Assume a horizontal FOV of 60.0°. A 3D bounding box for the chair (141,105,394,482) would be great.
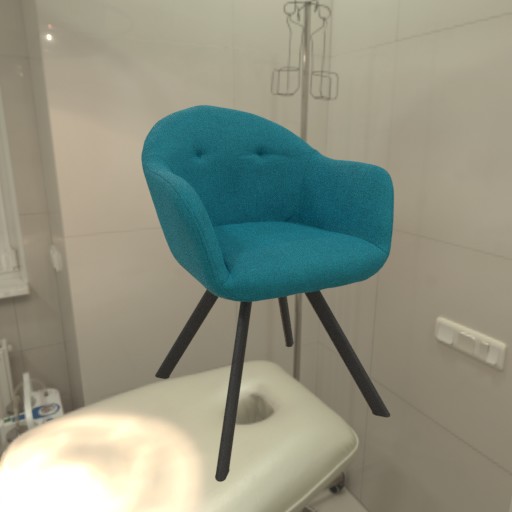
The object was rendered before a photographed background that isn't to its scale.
[{"bbox_3d":[0.000,0.000,1.161,0.545,0.775,0.565,-8,17,-27],"label":"chair"}]
